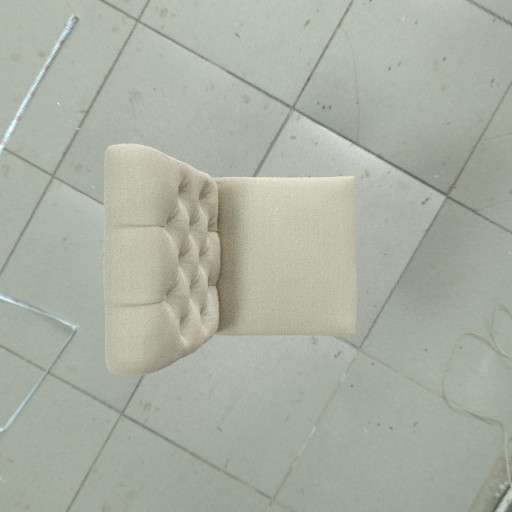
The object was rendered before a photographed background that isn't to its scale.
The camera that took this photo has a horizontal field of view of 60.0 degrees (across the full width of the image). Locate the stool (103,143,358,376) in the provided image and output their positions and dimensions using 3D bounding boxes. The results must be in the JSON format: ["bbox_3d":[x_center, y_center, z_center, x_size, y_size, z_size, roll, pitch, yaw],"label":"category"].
[{"bbox_3d":[0.000,0.000,1.426,0.610,1.118,0.482,0,91,1],"label":"stool"}]
